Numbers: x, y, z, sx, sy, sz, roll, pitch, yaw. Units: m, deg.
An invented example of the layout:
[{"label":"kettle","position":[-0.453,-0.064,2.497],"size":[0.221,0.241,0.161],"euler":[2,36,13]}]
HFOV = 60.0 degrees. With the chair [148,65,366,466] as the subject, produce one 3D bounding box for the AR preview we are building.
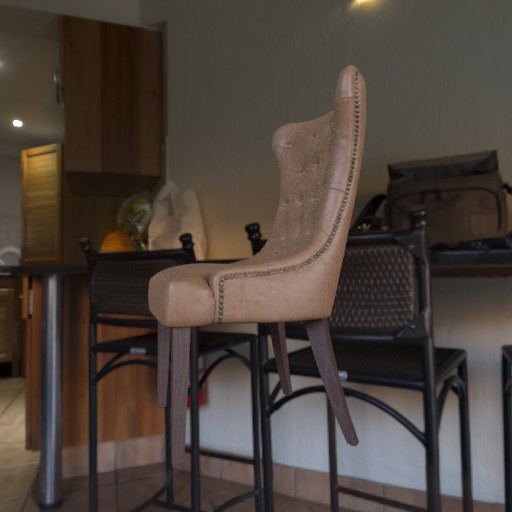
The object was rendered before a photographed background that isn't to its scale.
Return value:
[{"label":"chair","position":[0.000,0.000,1.438],"size":[0.669,1.065,0.611],"euler":[1,-2,-17]}]
